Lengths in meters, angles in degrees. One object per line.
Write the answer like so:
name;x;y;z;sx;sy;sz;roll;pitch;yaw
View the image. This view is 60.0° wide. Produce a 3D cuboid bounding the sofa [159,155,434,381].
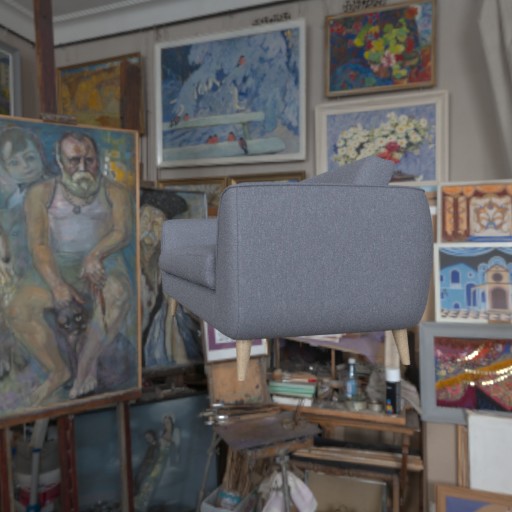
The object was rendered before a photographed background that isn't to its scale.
sofa;0.000;0.000;2.556;0.920;0.870;2.000;0;1;-19
